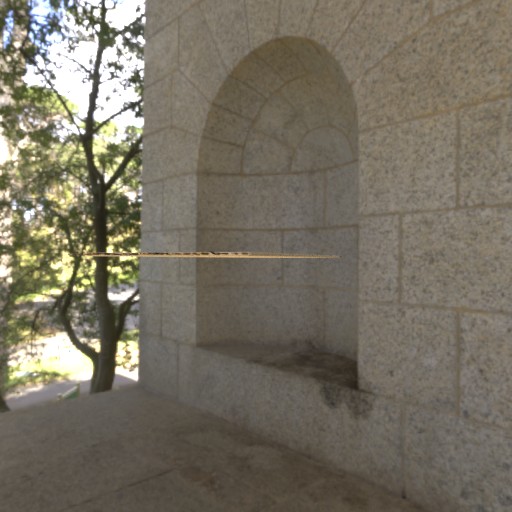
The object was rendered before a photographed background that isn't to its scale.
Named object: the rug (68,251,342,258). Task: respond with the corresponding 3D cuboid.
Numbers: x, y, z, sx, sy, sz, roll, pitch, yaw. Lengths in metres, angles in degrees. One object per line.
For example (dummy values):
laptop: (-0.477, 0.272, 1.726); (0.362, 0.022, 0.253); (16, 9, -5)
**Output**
rug: (0.000, 0.000, 2.757); (0.729, 0.021, 2.438); (0, 0, 19)
